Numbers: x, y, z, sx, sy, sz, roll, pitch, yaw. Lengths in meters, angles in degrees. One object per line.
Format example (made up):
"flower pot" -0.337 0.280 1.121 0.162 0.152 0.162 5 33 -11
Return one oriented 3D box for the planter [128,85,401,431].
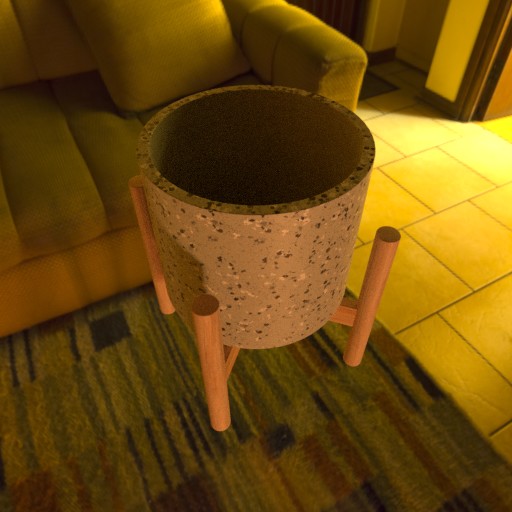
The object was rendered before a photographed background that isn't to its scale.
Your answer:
"planter" 0.000 0.000 0.532 0.284 0.320 0.284 32 54 27
